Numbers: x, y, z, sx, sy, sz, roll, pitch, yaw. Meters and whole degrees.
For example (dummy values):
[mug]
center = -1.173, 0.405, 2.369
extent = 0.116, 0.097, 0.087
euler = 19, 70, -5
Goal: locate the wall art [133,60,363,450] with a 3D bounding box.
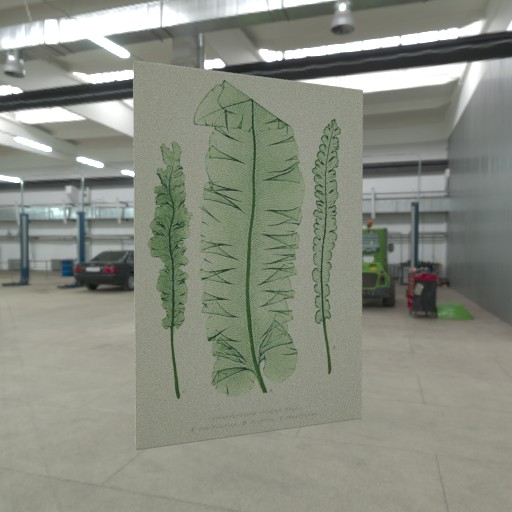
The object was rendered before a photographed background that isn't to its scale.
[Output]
[wall art]
center = 0.000, 0.000, 1.154
extent = 0.610, 0.914, 0.038
euler = 0, 1, -19
